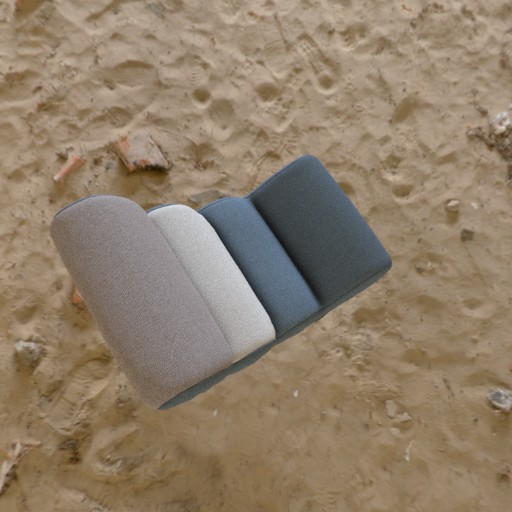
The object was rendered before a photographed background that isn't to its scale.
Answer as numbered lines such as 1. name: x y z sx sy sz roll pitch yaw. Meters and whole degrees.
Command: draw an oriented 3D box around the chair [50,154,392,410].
1. chair: 0.000 0.000 1.073 0.661 0.641 0.420 -32 78 -8
